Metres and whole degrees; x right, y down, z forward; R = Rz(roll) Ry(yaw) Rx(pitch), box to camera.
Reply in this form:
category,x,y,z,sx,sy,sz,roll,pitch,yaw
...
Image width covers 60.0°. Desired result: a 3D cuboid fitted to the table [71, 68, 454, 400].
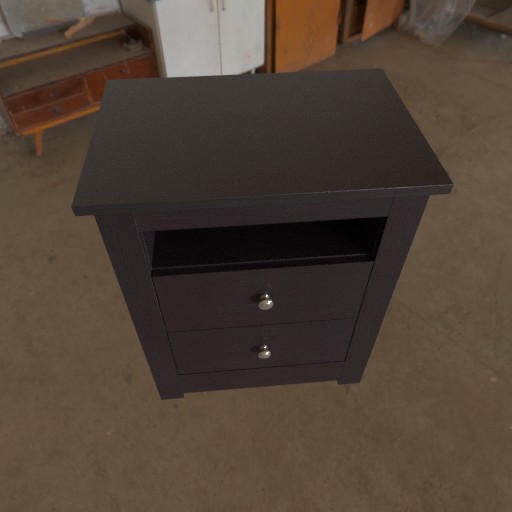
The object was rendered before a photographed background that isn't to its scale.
category,x,y,z,sx,sy,sz,roll,pitch,yaw
table,0.000,0.000,1.075,0.589,0.711,0.408,-4,48,-3
